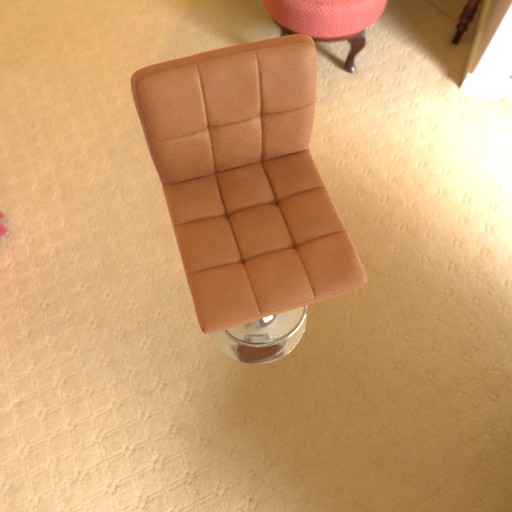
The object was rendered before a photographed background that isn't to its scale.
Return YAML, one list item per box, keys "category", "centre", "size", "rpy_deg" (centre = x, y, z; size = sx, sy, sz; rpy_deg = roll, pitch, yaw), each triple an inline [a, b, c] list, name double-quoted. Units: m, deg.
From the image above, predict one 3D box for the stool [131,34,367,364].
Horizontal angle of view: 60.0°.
- category: "stool"
  centre: [0.000, 0.000, 1.350]
  size: [0.430, 1.115, 0.505]
  rpy_deg: [-16, 65, -7]
